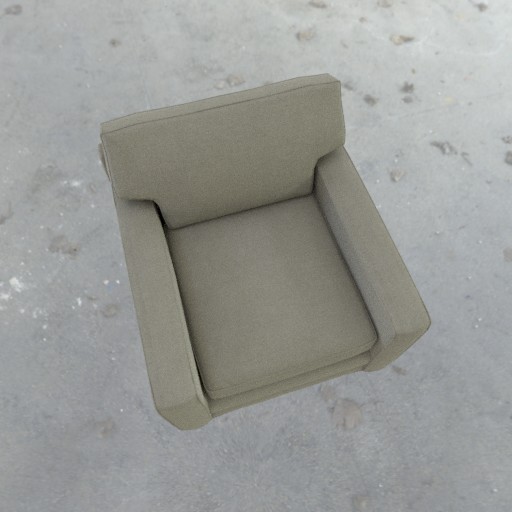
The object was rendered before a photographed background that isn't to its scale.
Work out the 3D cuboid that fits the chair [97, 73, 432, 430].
[{"bbox_3d":[0.000,0.000,1.813,0.999,0.934,1.044,-15,64,-8],"label":"chair"}]
